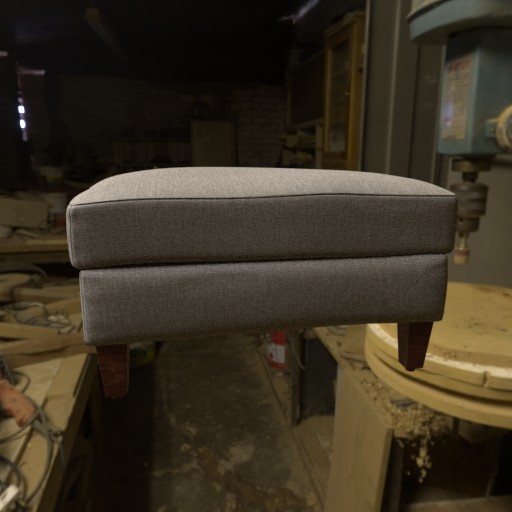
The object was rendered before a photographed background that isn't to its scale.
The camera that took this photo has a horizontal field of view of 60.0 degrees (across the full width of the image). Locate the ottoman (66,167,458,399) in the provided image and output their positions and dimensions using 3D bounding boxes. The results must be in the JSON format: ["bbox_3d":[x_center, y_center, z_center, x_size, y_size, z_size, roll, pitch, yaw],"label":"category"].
[{"bbox_3d":[0.000,0.000,1.257,0.873,0.494,0.639,-2,14,-10],"label":"ottoman"}]
